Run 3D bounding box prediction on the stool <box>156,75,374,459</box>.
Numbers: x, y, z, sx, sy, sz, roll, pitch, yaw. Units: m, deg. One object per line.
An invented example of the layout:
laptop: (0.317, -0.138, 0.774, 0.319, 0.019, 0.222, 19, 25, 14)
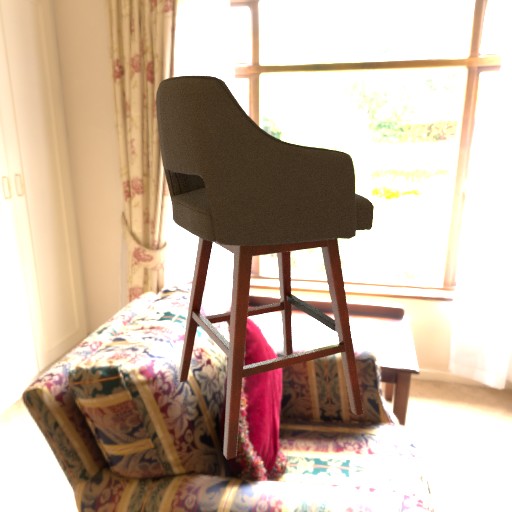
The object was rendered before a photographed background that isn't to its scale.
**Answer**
stool: (0.000, 0.000, 1.393, 0.558, 1.012, 0.548, -7, 17, -25)
